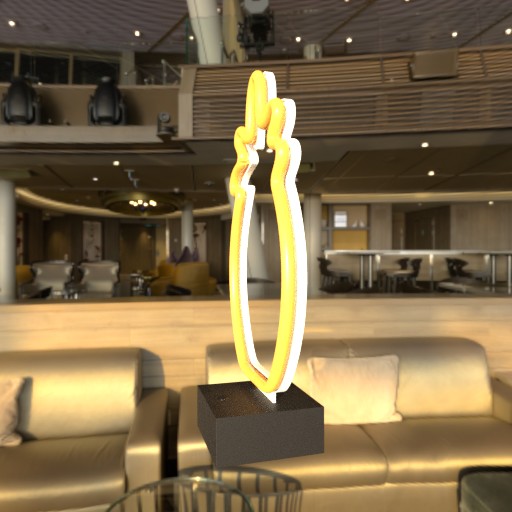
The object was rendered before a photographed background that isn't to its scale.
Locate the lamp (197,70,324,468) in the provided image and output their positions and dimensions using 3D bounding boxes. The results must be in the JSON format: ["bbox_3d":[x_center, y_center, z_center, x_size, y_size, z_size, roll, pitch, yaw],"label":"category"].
[{"bbox_3d":[0.000,0.000,0.385,0.088,0.317,0.167,0,0,-17],"label":"lamp"}]
